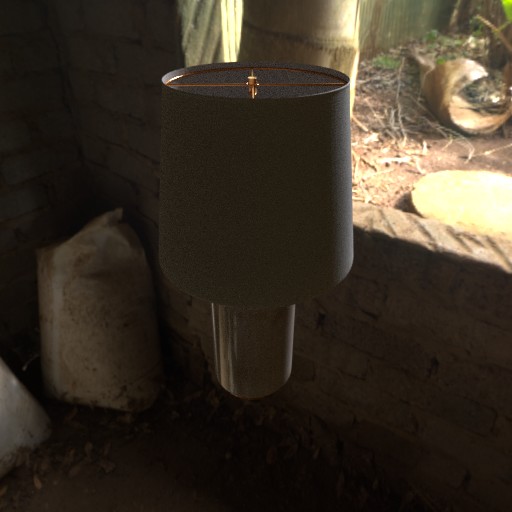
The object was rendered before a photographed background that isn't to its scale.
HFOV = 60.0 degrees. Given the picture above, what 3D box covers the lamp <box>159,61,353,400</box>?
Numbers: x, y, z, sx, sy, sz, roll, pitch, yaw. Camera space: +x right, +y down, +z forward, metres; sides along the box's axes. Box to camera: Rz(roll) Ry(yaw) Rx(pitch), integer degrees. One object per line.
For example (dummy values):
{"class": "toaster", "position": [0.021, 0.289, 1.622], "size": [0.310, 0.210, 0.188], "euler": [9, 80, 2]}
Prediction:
{"class": "lamp", "position": [0.000, 0.000, 0.445], "size": [0.189, 0.340, 0.189], "euler": [0, 32, 0]}
